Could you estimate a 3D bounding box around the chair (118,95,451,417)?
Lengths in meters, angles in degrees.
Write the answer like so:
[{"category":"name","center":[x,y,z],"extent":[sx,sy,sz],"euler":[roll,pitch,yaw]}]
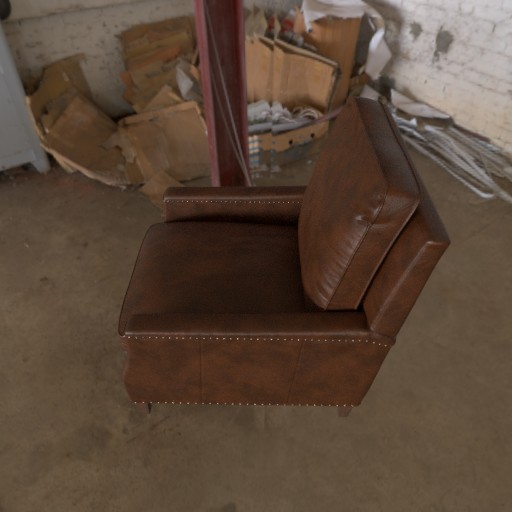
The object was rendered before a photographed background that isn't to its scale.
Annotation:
[{"category":"chair","center":[0.000,0.000,1.761],"extent":[1.035,1.054,0.854],"euler":[1,43,1]}]
